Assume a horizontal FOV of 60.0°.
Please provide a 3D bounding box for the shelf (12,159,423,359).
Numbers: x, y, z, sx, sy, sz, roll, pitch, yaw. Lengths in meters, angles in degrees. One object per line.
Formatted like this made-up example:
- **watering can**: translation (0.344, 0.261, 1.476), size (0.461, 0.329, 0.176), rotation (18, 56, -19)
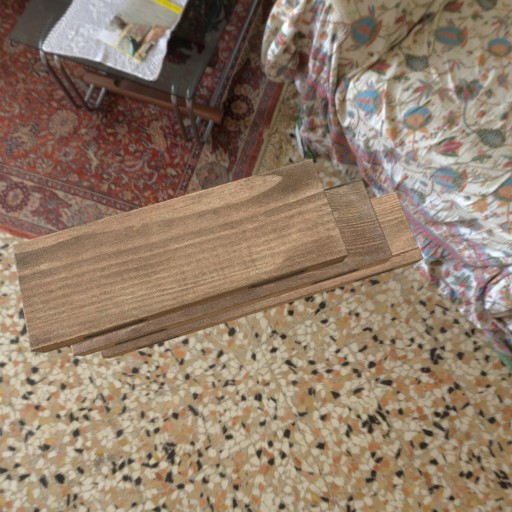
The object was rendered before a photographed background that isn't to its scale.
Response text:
- **shelf**: translation (0.000, 0.000, 0.712), size (0.610, 0.293, 0.140), rotation (-17, 76, -4)
